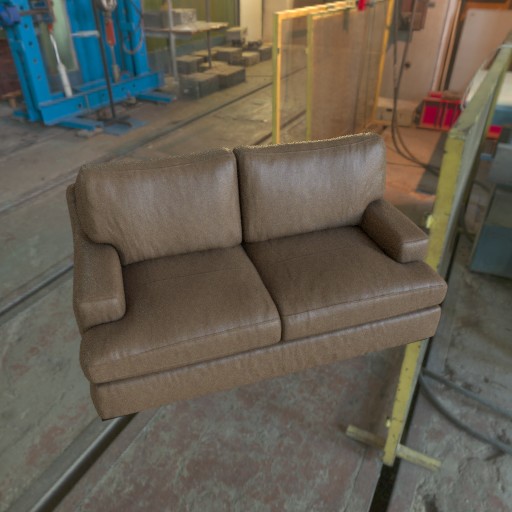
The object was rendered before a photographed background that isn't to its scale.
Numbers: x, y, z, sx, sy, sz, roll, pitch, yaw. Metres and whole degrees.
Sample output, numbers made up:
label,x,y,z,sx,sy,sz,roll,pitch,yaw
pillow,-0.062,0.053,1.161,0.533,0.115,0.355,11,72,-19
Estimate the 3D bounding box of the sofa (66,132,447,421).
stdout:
label,x,y,z,sx,sy,sz,roll,pitch,yaw
sofa,0.000,0.000,2.374,1.855,0.980,0.962,-10,35,-15
